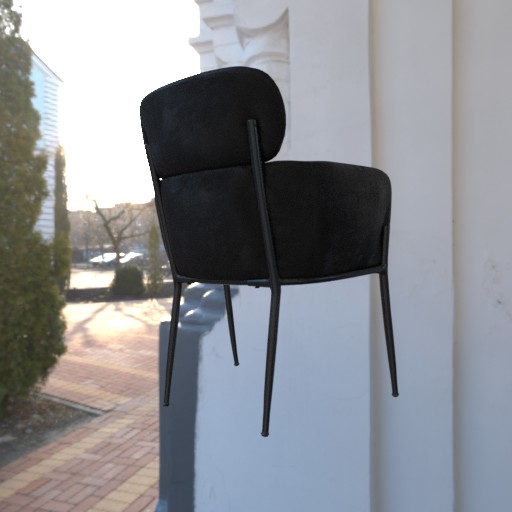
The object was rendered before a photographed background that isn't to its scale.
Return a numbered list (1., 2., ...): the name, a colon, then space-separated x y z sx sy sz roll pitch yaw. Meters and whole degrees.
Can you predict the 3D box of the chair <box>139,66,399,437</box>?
1. chair: 0.000 0.000 1.250 0.640 0.818 0.604 0 0 37
